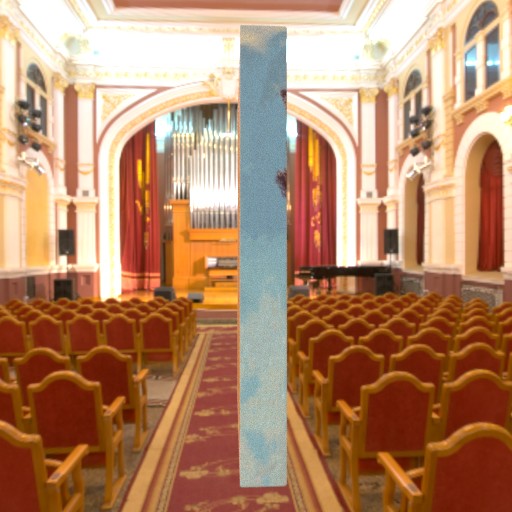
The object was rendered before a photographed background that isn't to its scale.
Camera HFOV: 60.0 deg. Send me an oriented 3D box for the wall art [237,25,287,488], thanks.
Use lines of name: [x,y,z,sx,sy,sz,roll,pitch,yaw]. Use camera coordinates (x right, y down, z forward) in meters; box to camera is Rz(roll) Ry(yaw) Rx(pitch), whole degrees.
wall art: [0.000,0.000,0.488,0.039,0.380,0.251,0,0,-3]
